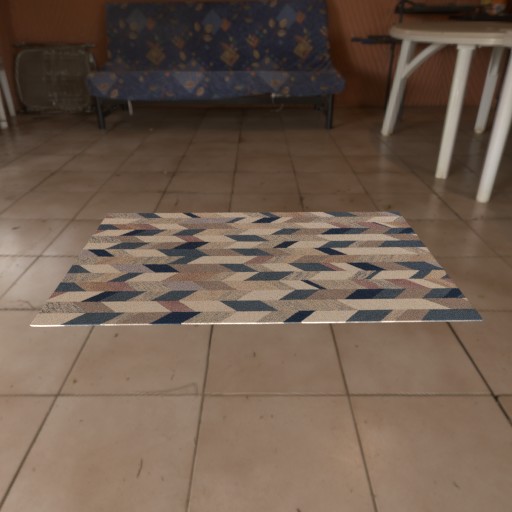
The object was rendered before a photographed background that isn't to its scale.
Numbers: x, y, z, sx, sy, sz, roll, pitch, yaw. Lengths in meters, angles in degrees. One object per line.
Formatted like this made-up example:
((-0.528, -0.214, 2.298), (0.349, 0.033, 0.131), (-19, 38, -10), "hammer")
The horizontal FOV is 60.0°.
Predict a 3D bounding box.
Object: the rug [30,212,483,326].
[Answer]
((0.000, 0.000, 3.024), (2.423, 0.008, 1.513), (0, 28, -1), "rug")
